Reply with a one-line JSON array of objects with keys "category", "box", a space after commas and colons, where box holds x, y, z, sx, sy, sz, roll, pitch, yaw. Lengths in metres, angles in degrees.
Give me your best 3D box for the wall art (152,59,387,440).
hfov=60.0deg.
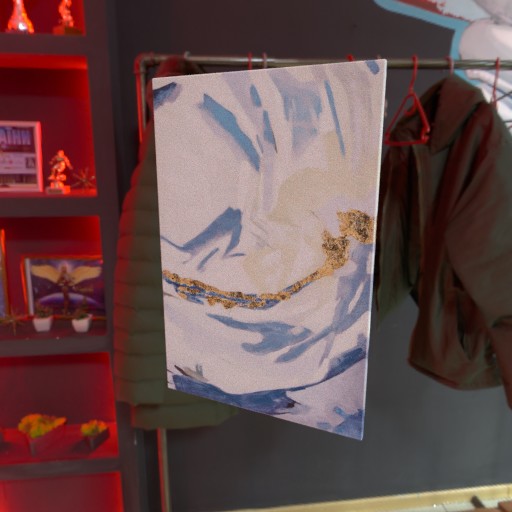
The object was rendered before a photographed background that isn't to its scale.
[{"category": "wall art", "box": [0.000, 0.000, 1.166, 0.610, 0.914, 0.016, 6, 15, 25]}]
